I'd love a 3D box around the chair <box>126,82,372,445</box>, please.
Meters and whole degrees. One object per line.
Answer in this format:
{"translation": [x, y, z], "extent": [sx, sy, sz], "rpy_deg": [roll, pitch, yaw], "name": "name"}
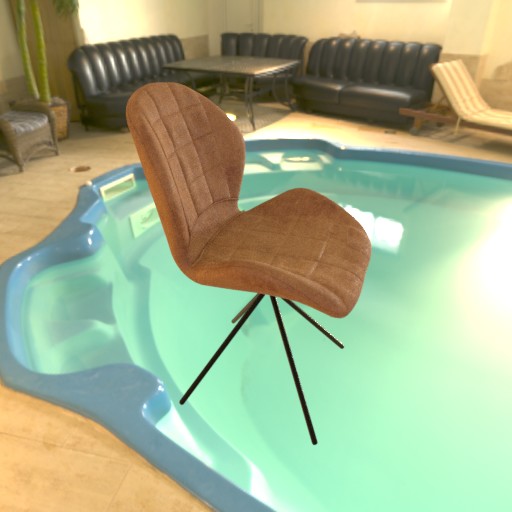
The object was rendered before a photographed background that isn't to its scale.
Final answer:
{"translation": [0.000, 0.000, 1.308], "extent": [0.640, 0.929, 0.527], "rpy_deg": [10, 32, 17], "name": "chair"}
